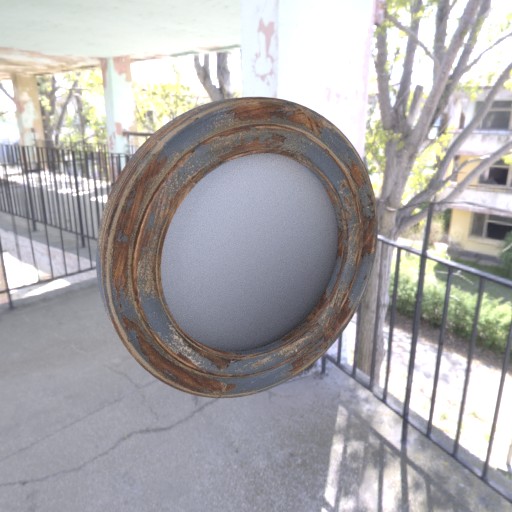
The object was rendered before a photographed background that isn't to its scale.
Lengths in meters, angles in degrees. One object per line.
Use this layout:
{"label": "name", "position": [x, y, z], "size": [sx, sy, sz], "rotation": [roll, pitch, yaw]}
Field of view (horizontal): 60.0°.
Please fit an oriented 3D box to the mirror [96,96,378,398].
{"label": "mirror", "position": [0.000, 0.000, 0.864], "size": [0.585, 0.585, 0.061], "rotation": [-9, 19, -27]}
